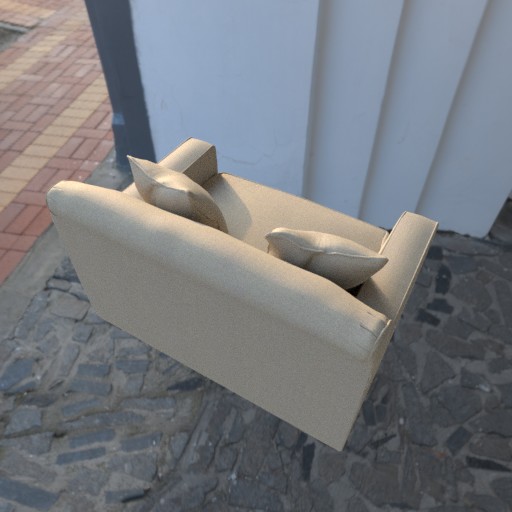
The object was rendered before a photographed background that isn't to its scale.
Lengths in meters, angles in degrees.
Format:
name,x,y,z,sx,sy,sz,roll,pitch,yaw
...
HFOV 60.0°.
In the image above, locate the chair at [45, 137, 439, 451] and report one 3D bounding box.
name,x,y,z,sx,sy,sz,roll,pitch,yaw
chair,0.000,0.000,2.067,1.383,0.948,1.000,23,52,20
